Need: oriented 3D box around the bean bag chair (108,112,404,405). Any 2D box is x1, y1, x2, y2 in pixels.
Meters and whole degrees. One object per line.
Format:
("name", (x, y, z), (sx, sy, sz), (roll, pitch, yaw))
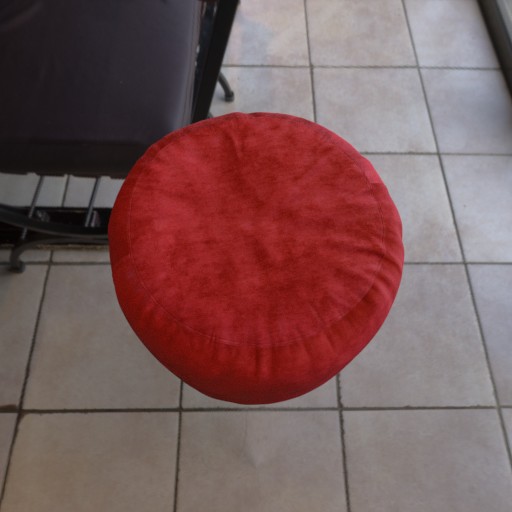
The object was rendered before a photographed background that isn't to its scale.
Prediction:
("bean bag chair", (0.000, 0.000, 1.988), (1.219, 0.762, 1.219), (0, 64, 0))
